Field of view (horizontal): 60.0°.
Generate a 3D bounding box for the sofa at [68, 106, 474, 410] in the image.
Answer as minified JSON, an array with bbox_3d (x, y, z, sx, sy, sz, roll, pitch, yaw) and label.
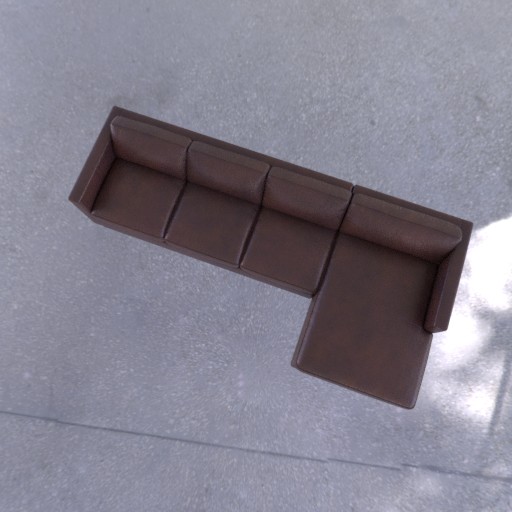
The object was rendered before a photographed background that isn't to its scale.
[{"bbox_3d":[0.000,0.000,3.825,3.203,0.883,1.581,19,77,5],"label":"sofa"}]
